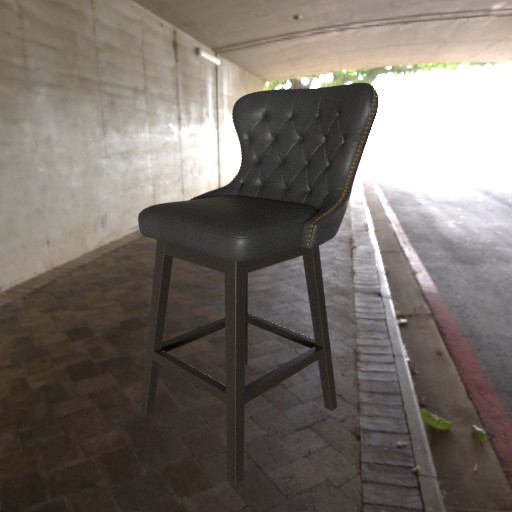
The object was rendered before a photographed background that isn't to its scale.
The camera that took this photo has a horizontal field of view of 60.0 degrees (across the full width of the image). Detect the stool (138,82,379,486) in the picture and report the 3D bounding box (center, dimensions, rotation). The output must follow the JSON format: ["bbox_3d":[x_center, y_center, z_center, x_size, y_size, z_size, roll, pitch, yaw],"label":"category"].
[{"bbox_3d":[0.000,0.000,1.305,0.528,0.971,0.593,15,21,42],"label":"stool"}]
